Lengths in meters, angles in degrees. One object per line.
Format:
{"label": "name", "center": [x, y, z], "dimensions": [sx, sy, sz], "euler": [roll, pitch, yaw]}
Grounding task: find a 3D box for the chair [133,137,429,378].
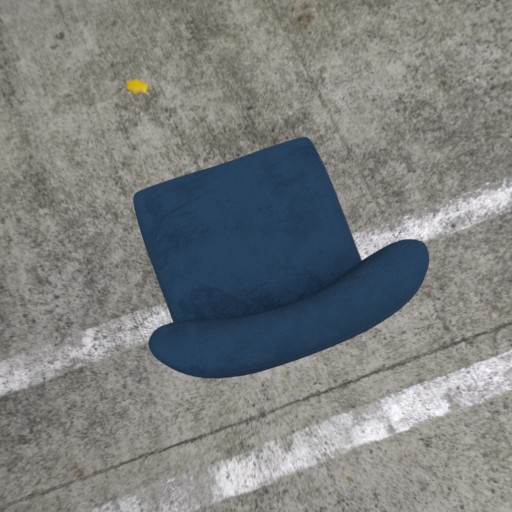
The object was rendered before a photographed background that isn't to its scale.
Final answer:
{"label": "chair", "center": [0.000, 0.000, 1.151], "dimensions": [0.530, 0.824, 0.560], "euler": [-19, 76, -5]}
